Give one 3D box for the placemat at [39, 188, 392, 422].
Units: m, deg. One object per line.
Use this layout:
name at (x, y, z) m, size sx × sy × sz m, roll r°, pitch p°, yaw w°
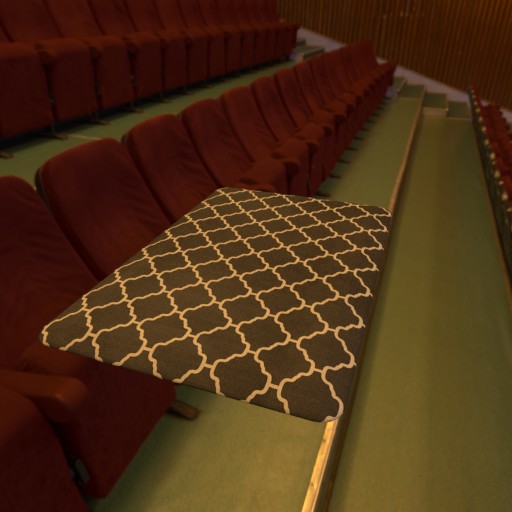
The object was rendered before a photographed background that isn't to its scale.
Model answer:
placemat at (0.000, 0.000, 0.951) m, size 0.508 × 0.021 × 0.762 m, roll 10°, pitch 30°, yaw 17°
